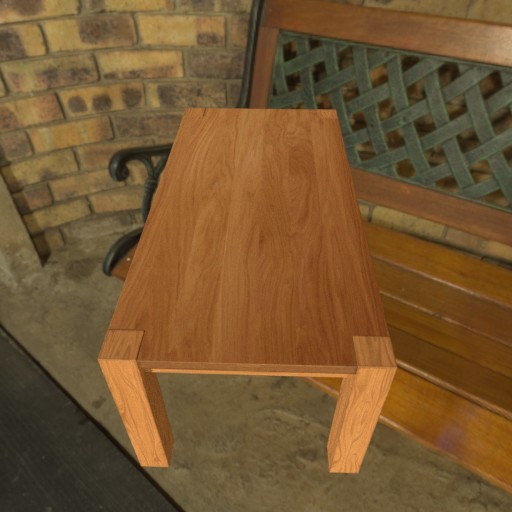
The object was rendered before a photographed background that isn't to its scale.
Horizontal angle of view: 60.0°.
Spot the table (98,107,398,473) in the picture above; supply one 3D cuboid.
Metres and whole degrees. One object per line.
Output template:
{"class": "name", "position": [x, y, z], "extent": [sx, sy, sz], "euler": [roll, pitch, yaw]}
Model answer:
{"class": "table", "position": [0.000, 0.000, 2.246], "extent": [0.900, 0.760, 1.800], "euler": [1, 42, 1]}
